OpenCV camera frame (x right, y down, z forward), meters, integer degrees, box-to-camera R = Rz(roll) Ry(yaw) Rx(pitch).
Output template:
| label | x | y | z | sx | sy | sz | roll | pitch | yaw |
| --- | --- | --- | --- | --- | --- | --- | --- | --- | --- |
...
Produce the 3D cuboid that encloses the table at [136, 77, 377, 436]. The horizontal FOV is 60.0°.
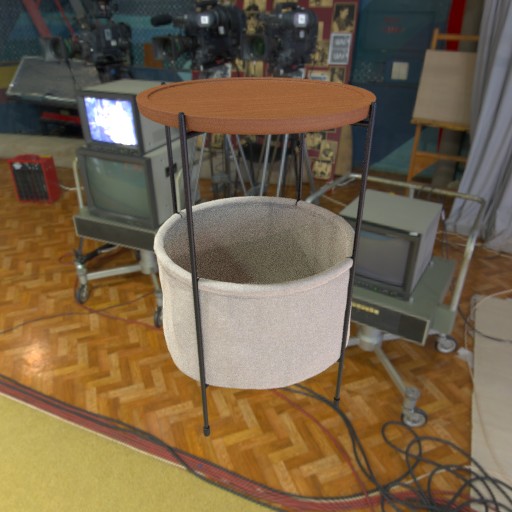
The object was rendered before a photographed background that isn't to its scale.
| label | x | y | z | sx | sy | sz | roll | pitch | yaw |
| --- | --- | --- | --- | --- | --- | --- | --- | --- | --- |
| table | 0.000 | 0.000 | 0.884 | 0.393 | 0.623 | 0.393 | -8 | 30 | -13 |
